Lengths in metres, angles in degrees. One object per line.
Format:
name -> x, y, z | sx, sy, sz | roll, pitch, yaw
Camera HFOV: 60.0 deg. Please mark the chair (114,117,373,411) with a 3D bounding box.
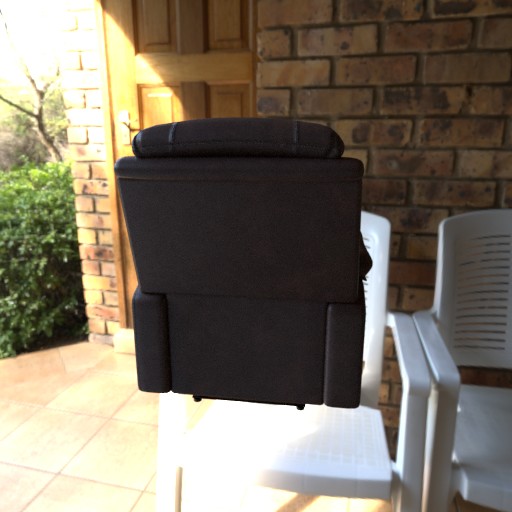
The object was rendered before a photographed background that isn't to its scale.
chair -> 0.000, 0.000, 1.717 | 0.855, 0.992, 0.919 | 2, 15, 8
